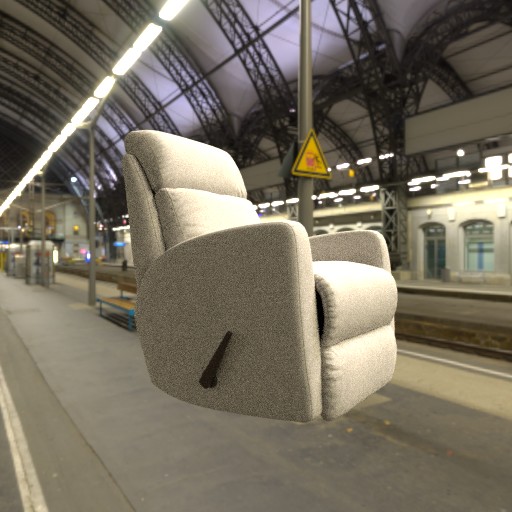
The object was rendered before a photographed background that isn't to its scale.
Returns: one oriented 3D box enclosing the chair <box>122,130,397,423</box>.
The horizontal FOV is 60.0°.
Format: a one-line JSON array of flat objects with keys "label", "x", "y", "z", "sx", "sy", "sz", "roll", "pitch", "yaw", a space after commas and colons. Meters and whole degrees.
[{"label": "chair", "x": 0.000, "y": 0.000, "z": 1.739, "sx": 0.941, "sy": 1.015, "sz": 0.812, "roll": 0, "pitch": 0, "yaw": 35}]
